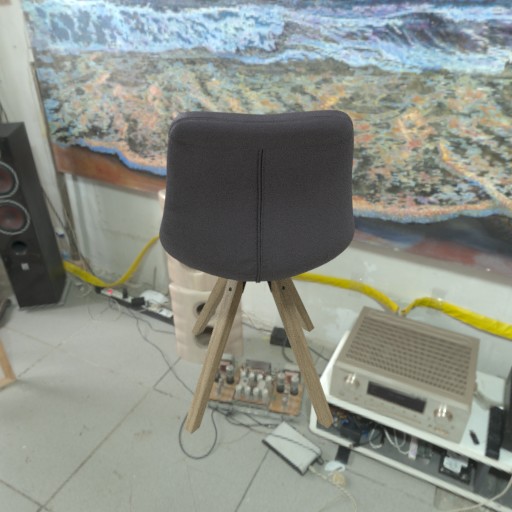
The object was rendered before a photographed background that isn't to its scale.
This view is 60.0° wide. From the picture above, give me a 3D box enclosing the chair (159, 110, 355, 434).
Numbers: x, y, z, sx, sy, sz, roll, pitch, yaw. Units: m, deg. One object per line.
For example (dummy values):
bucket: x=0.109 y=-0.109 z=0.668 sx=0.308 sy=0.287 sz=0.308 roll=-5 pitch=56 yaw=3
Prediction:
chair: x=0.000 y=0.000 z=1.190 sx=0.483 sy=0.865 sz=0.547 roll=-1 pitch=30 yaw=-2
